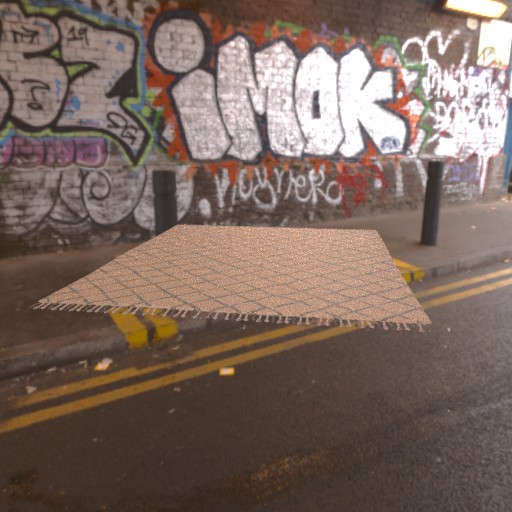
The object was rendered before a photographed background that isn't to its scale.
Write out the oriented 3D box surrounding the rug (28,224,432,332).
[{"bbox_3d":[0.000,0.000,4.771,2.892,0.036,3.585,2,14,8],"label":"rug"}]
